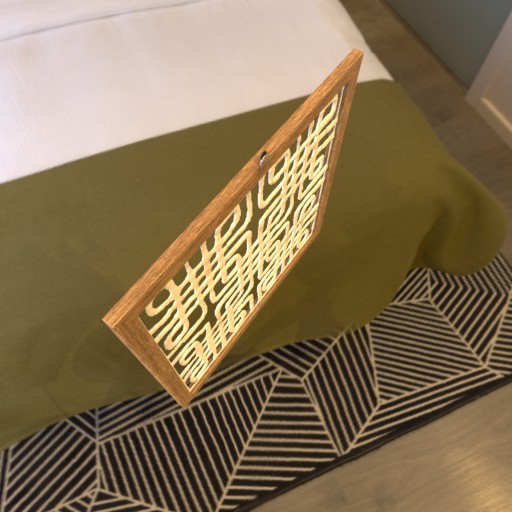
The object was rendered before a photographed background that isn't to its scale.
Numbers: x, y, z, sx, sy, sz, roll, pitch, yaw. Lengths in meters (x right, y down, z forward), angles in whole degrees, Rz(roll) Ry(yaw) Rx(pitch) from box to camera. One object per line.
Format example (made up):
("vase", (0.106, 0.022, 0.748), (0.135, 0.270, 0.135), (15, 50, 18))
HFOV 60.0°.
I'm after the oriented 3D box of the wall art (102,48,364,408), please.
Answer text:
("wall art", (0.000, 0.000, 0.837), (0.021, 0.582, 0.561), (33, 67, 16))
